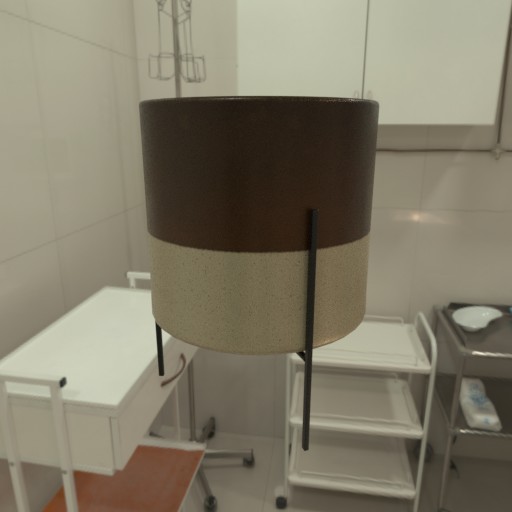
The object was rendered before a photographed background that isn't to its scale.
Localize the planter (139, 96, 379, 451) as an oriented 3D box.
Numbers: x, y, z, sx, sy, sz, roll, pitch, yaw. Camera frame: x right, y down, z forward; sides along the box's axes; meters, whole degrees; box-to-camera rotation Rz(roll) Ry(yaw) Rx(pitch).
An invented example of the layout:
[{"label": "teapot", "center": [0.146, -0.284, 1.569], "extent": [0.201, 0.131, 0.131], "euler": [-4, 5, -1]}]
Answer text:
[{"label": "planter", "center": [0.000, 0.000, 0.714], "extent": [0.354, 0.465, 0.345], "euler": [2, 16, 8]}]
